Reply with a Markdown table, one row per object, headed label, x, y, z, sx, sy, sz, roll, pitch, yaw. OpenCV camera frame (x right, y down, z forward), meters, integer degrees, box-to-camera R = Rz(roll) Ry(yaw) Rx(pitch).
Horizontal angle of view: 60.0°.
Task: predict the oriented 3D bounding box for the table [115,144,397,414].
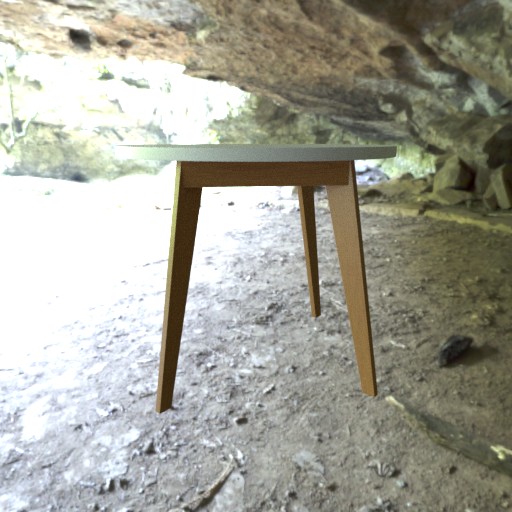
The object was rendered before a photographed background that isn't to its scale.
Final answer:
| label | x | y | z | sx | sy | sz | roll | pitch | yaw |
| --- | --- | --- | --- | --- | --- | --- | --- | --- | --- |
| table | 0.000 | 0.000 | 1.569 | 0.896 | 0.762 | 0.896 | 0 | 15 | 0 |
